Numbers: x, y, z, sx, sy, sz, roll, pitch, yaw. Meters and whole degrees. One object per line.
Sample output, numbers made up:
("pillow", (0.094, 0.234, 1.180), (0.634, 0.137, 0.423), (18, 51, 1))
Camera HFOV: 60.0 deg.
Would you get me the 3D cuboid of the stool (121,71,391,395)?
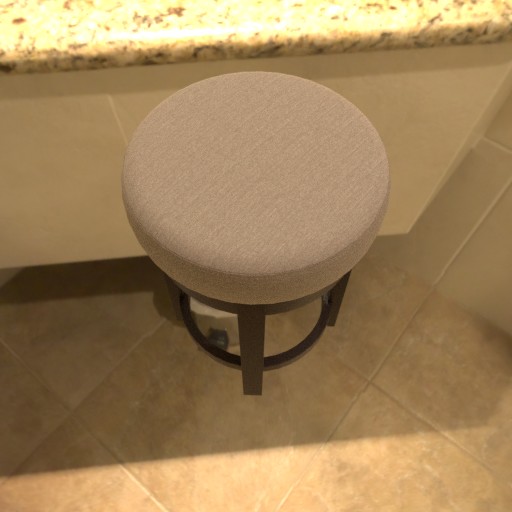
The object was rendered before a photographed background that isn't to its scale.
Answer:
("stool", (0.000, 0.000, 0.972), (0.443, 0.672, 0.443), (0, 59, 0))
